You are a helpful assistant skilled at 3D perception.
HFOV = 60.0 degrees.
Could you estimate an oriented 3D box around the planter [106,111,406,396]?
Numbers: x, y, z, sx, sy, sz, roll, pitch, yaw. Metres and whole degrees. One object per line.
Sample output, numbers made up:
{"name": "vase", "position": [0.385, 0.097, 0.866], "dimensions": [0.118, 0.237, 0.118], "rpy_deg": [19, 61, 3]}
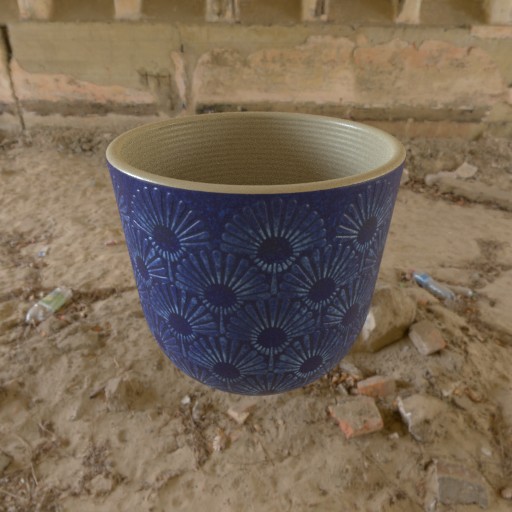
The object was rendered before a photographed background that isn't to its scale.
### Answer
{"name": "planter", "position": [0.000, 0.000, 0.362], "dimensions": [0.206, 0.190, 0.206], "rpy_deg": [0, 29, 0]}
